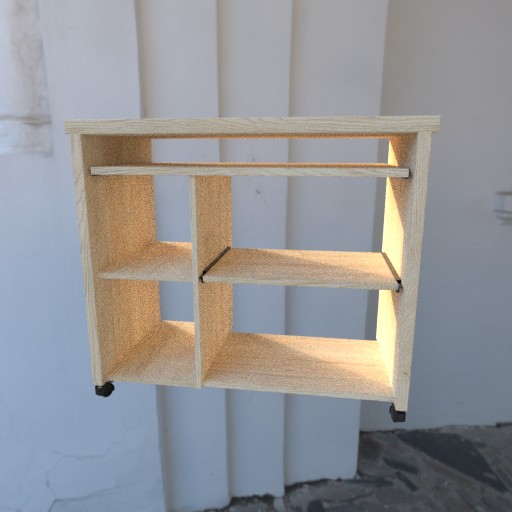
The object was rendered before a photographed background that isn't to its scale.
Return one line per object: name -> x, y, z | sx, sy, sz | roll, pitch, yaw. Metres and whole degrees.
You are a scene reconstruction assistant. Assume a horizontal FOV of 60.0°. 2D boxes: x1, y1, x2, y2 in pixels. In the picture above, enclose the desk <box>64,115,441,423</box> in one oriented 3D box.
desk -> 0.000, 0.000, 1.344 | 0.885, 0.770, 0.480 | 2, 14, 9
